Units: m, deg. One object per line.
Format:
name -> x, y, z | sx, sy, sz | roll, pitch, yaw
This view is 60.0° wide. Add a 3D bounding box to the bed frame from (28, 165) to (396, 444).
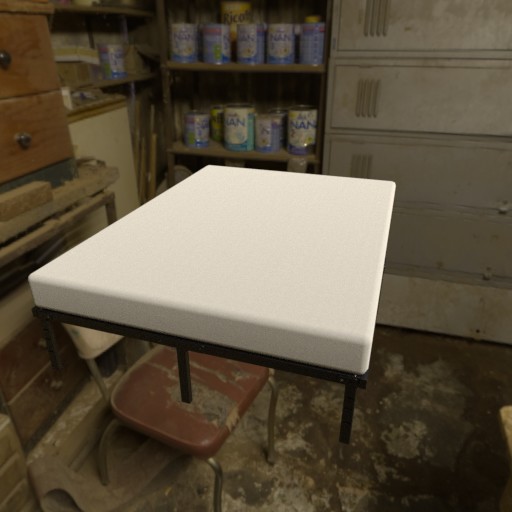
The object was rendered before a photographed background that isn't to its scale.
bed frame -> 0.000, 0.000, 3.547 | 1.990, 0.680, 2.635 | 8, 28, 16
